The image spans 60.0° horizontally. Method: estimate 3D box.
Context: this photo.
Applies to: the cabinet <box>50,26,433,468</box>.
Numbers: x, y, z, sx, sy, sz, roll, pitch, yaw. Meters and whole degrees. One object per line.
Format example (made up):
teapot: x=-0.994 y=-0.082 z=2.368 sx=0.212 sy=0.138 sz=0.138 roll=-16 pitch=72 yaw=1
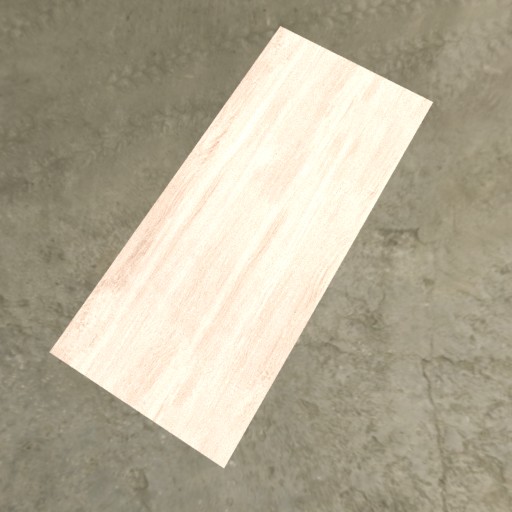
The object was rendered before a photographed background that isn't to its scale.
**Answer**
cabinet: x=0.000 y=0.000 z=1.541 sx=0.500 sy=0.780 sz=1.110 roll=30 pitch=77 yaw=8
